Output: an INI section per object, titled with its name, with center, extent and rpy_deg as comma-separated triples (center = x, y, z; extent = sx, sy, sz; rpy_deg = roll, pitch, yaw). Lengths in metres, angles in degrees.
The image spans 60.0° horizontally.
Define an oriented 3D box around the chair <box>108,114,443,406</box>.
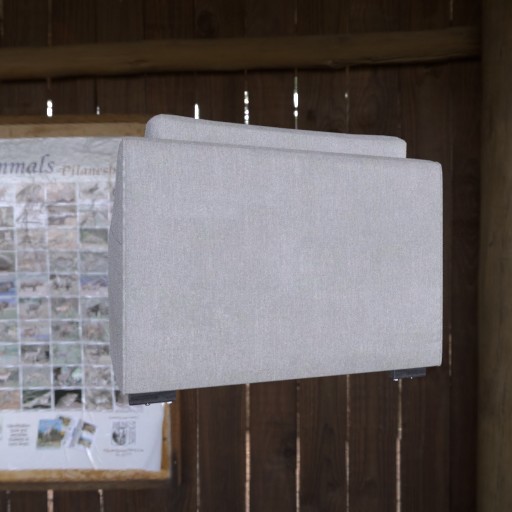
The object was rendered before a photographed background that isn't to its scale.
[chair]
center = 0.000, 0.000, 2.008
extent = 1.270, 0.974, 1.043
rpy_deg = 0, 0, -18
